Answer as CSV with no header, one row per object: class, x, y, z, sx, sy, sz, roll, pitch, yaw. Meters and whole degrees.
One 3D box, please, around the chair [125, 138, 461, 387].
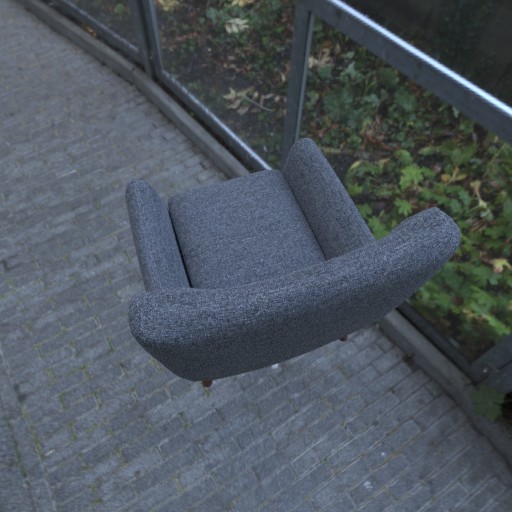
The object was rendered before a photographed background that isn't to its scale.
chair,0.000,0.000,1.705,0.889,1.039,0.940,-16,59,-10
